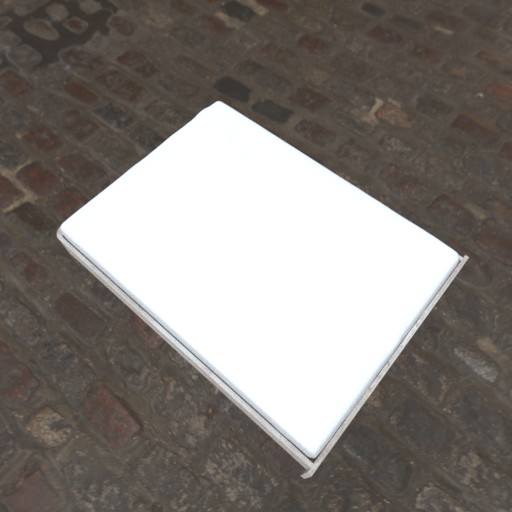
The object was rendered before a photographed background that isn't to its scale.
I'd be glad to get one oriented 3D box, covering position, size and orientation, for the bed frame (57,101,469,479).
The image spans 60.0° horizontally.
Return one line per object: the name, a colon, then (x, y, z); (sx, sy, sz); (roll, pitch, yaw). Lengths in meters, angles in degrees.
bed frame: (0.000, 0.000, 2.687); (1.950, 0.462, 1.490); (37, 68, 18)
